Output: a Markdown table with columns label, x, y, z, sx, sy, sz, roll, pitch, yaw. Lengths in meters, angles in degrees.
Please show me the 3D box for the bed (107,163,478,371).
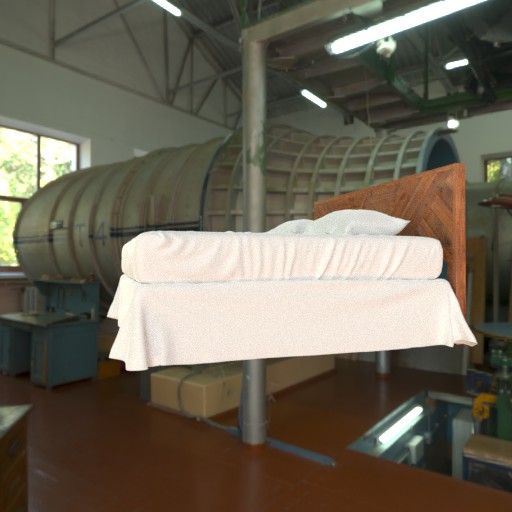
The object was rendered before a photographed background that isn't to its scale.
| label | x | y | z | sx | sy | sz | roll | pitch | yaw |
| --- | --- | --- | --- | --- | --- | --- | --- | --- | --- |
| bed | 0.000 | 0.000 | 3.416 | 2.165 | 1.158 | 2.255 | 0 | -1 | -19 |
